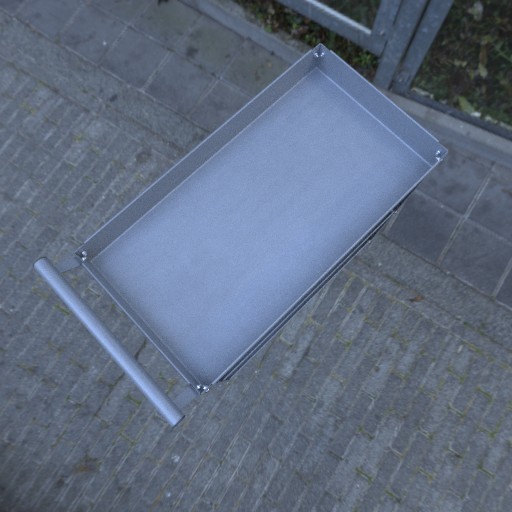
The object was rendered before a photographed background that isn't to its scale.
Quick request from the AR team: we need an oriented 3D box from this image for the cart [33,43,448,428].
[{"bbox_3d":[0.000,0.000,1.163,0.719,0.780,0.366,-43,79,-10],"label":"cart"}]
